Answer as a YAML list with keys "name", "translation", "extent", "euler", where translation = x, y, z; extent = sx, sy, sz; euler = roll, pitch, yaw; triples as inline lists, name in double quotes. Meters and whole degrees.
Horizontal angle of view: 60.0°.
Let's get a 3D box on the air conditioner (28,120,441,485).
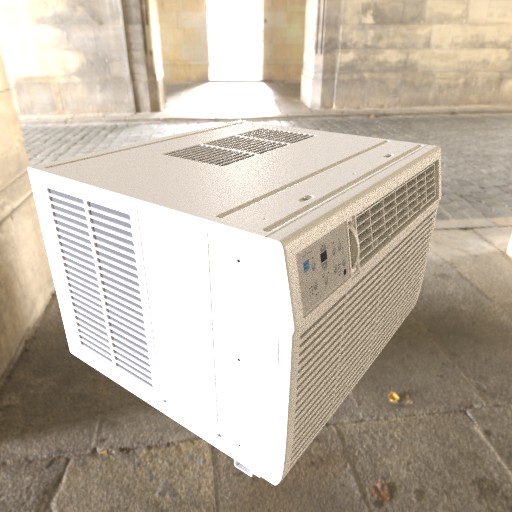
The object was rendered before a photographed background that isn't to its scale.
- name: "air conditioner"
  translation: [0.000, 0.000, 1.005]
  extent: [0.599, 0.455, 0.645]
  euler: [18, 32, 32]
